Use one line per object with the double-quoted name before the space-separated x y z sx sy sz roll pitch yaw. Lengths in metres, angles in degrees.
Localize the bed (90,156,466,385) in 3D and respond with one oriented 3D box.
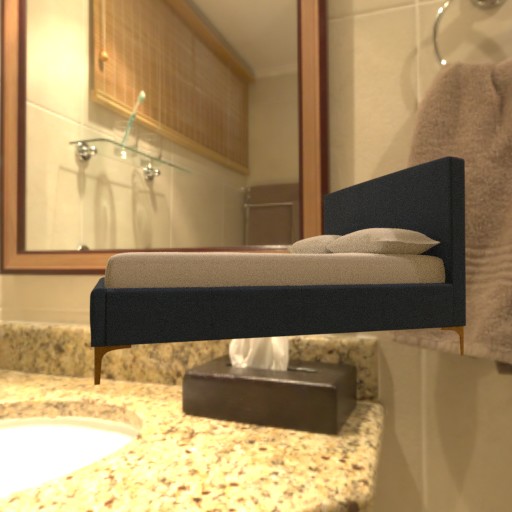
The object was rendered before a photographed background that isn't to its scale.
"bed" 0.000 0.000 3.193 2.172 1.231 1.723 0 -1 -18
